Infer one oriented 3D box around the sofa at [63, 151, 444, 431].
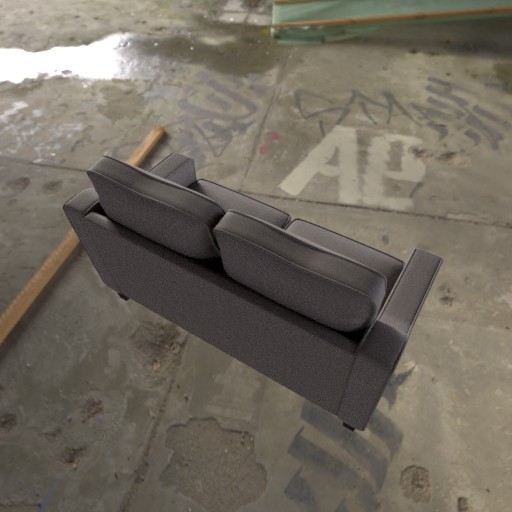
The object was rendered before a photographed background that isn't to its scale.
[{"bbox_3d":[0.000,0.000,2.065,1.500,0.948,0.791,25,53,21],"label":"sofa"}]
